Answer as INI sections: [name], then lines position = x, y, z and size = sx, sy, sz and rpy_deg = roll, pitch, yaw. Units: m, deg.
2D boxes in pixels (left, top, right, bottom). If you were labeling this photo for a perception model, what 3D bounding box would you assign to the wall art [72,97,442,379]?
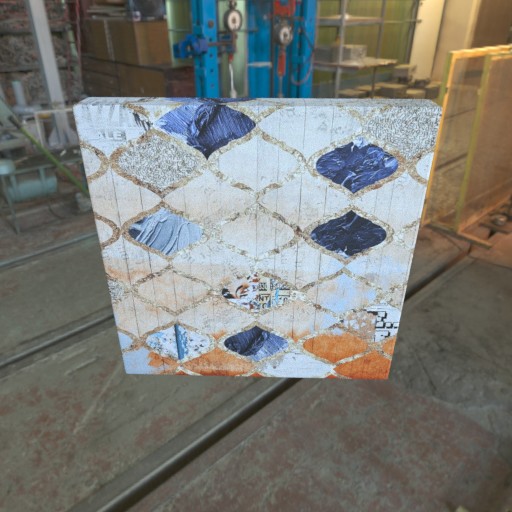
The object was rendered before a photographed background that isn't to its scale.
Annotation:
[wall art]
position = 0.000, 0.000, 0.452
size = 0.303, 0.304, 0.036
rpy_deg = 1, 30, 2
